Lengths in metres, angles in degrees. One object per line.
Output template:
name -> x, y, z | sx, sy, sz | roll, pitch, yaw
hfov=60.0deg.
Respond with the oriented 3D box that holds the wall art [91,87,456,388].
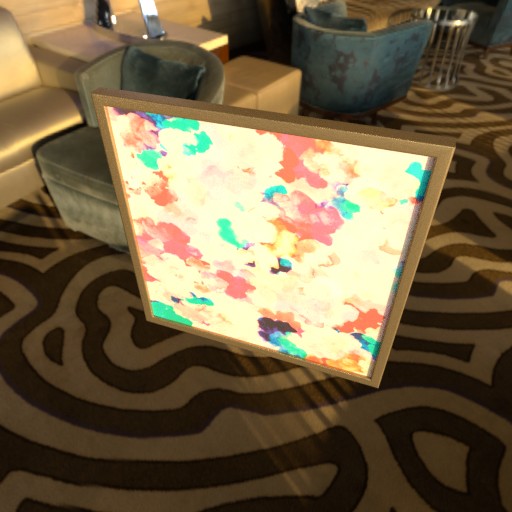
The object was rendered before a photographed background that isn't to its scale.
wall art -> 0.000, 0.000, 1.148 | 0.767, 0.765, 0.036 | 13, 43, 15
